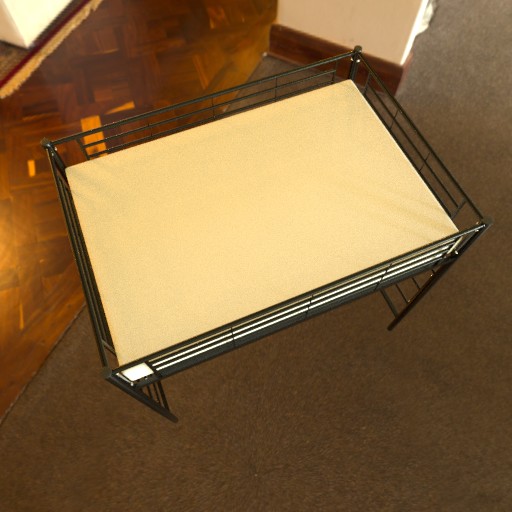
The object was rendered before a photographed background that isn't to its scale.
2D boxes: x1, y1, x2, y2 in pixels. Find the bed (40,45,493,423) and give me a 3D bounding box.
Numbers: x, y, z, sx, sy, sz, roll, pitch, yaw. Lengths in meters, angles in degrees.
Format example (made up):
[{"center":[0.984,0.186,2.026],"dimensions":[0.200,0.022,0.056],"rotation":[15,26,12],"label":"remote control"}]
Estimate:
[{"center":[0.000,0.000,3.116],"dimensions":[1.994,1.803,1.397],"rotation":[-20,65,-10],"label":"bed"}]
